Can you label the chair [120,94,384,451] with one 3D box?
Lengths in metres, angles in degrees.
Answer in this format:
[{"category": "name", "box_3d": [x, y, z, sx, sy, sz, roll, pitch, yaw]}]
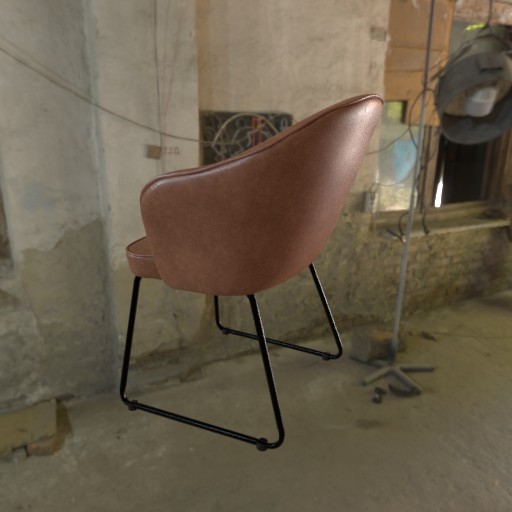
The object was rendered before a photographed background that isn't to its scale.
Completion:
[{"category": "chair", "box_3d": [0.000, 0.000, 1.163, 0.580, 0.785, 0.582, 9, 19, 25]}]
